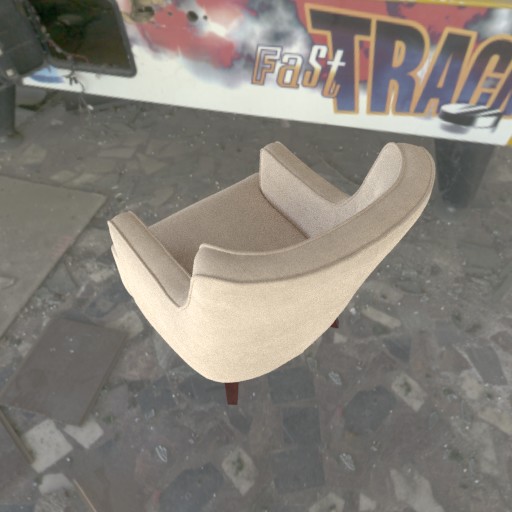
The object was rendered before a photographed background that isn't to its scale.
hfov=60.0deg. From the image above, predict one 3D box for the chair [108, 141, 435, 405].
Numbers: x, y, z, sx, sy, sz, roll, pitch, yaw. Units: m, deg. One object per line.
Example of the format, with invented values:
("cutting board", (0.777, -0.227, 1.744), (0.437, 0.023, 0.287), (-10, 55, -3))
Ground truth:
("chair", (0.000, 0.000, 1.569), (0.781, 0.920, 0.910), (-31, 55, -25))
